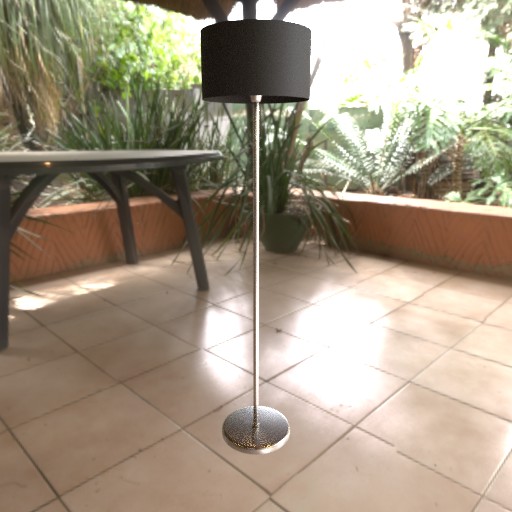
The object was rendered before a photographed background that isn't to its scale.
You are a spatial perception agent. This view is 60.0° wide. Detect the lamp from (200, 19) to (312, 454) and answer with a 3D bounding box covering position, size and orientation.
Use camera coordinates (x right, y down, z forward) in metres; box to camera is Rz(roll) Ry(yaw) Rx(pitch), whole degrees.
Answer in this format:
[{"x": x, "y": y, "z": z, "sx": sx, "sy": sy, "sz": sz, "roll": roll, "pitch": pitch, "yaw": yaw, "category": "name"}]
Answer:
[{"x": 0.000, "y": 0.000, "z": 1.573, "sx": 0.348, "sy": 1.443, "sz": 0.348, "roll": 14, "pitch": 21, "yaw": 42, "category": "lamp"}]
